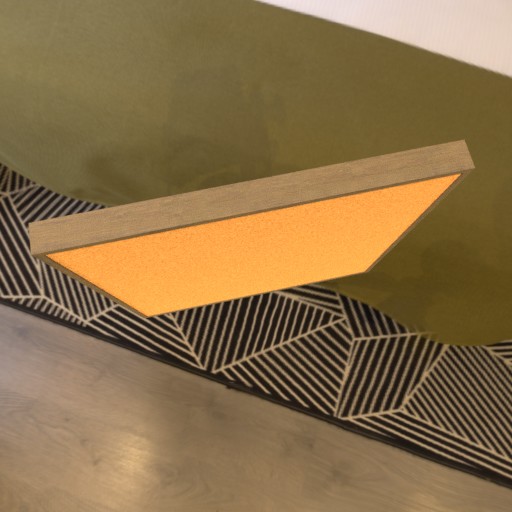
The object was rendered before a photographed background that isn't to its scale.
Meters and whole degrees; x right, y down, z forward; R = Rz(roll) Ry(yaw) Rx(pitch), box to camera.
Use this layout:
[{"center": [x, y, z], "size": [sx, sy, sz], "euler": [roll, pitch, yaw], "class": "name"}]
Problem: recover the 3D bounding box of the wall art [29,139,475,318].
[{"center": [0.000, 0.000, 0.744], "size": [0.507, 0.507, 0.037], "euler": [-11, 75, -3], "class": "wall art"}]
